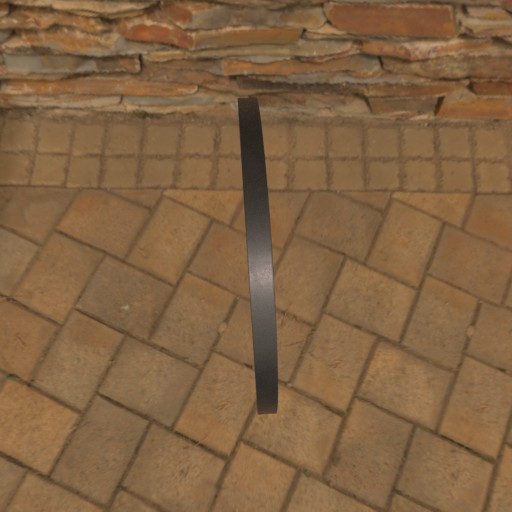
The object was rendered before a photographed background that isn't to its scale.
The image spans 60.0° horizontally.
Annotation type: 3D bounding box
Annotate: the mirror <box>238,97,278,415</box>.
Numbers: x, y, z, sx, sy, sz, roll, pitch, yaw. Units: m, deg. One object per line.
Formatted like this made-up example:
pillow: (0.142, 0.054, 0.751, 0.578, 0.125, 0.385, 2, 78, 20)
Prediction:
mirror: (0.000, 0.000, 0.838, 0.032, 0.565, 0.565, -4, 74, -1)
